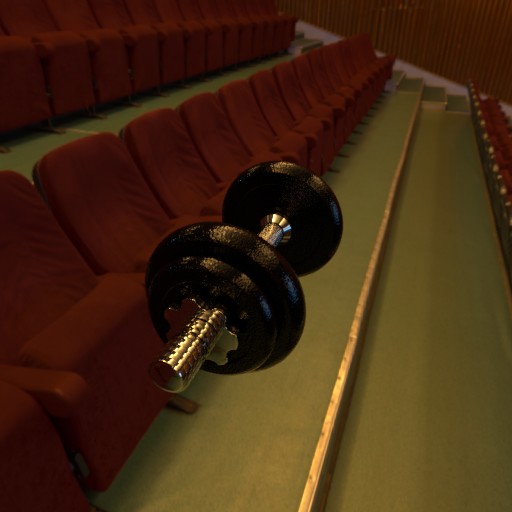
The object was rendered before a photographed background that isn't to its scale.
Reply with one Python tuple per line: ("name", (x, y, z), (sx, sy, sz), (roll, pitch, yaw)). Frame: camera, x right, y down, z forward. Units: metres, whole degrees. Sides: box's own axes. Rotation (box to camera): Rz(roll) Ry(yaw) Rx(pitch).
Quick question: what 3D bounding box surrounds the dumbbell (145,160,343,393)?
("dumbbell", (0.000, 0.000, 0.621), (0.202, 0.202, 0.497), (10, 31, 17))
